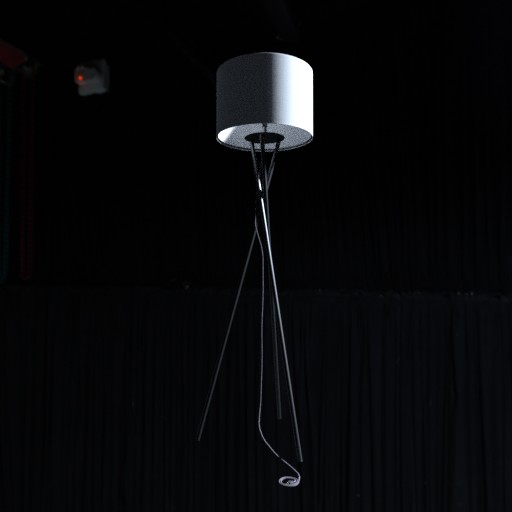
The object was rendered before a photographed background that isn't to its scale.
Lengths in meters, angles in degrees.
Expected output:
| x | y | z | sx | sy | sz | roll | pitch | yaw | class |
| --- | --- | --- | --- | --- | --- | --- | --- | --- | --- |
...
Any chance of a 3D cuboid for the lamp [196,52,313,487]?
| x | y | z | sx | sy | sz | roll | pitch | yaw | class |
| --- | --- | --- | --- | --- | --- | --- | --- | --- | --- |
| 0.000 | 0.000 | 1.942 | 0.522 | 1.624 | 0.667 | -1 | -2 | 19 | lamp |
